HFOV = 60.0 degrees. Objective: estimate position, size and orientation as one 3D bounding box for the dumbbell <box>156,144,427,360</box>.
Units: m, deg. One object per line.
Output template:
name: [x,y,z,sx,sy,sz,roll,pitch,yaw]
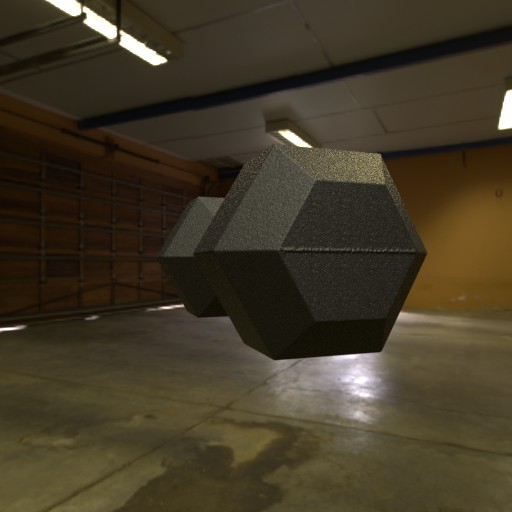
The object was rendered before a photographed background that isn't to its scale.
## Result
dumbbell: [0.000,0.000,0.473,0.173,0.150,0.384,0,-1,-19]
